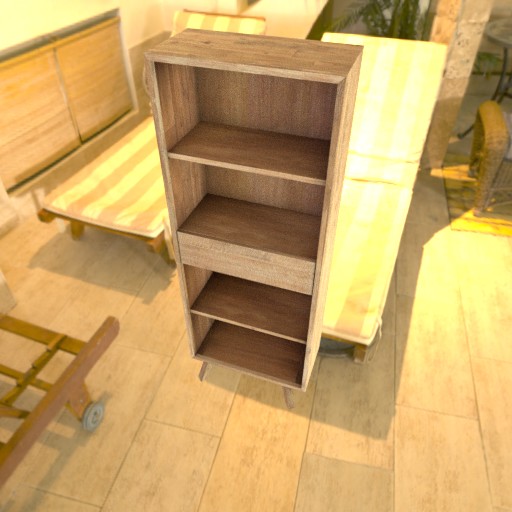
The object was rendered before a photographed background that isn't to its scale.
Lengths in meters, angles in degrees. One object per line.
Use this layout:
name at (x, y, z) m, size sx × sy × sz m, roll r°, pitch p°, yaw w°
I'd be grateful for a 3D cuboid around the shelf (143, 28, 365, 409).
shelf at (0.000, 0.000, 1.526) m, size 0.491 × 1.342 × 0.267 m, roll 13°, pitch 43°, yaw 15°
